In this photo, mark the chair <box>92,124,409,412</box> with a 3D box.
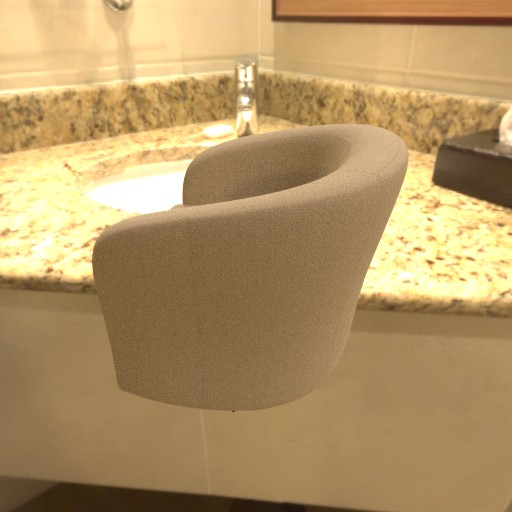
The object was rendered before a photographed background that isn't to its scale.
[{"bbox_3d":[0.000,0.000,1.408,0.815,0.771,0.791,7,30,12],"label":"chair"}]
